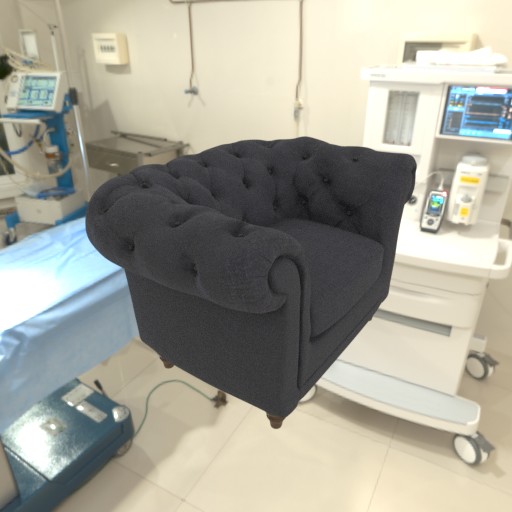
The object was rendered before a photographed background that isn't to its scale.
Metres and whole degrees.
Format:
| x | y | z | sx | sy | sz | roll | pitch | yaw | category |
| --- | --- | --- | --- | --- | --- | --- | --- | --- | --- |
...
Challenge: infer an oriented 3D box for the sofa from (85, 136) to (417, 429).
| x | y | z | sx | sy | sz | roll | pitch | yaw | category |
| --- | --- | --- | --- | --- | --- | --- | --- | --- | --- |
| 0.000 | 0.000 | 2.049 | 1.032 | 0.878 | 1.405 | 18 | 32 | 32 | sofa |
